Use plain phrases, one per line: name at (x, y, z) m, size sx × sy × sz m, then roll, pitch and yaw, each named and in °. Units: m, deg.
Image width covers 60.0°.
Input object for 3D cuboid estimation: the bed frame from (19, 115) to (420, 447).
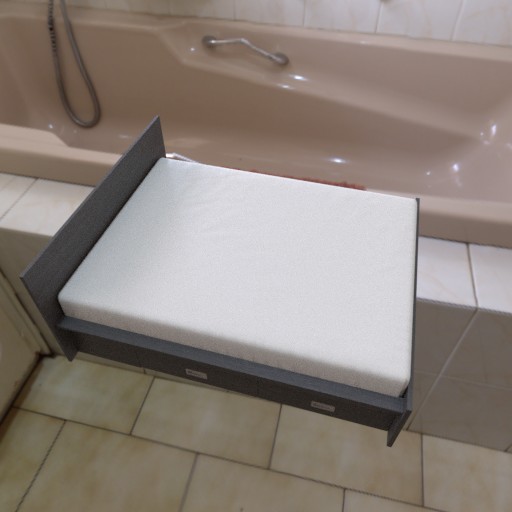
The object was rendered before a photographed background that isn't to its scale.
bed frame at (0.000, 0.000, 2.817) m, size 1.960 × 0.800 × 1.622 m, roll 11°, pitch 47°, yaw 11°
